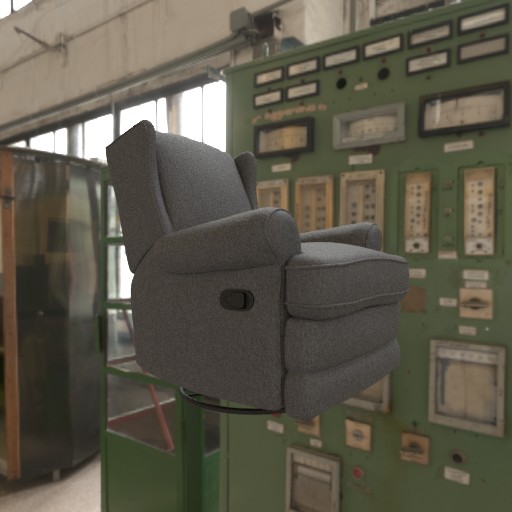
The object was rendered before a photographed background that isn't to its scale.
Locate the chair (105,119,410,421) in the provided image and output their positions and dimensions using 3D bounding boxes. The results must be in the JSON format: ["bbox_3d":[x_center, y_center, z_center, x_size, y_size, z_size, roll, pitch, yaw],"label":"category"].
[{"bbox_3d":[0.000,0.000,1.682,0.969,1.011,0.847,0,0,36],"label":"chair"}]
